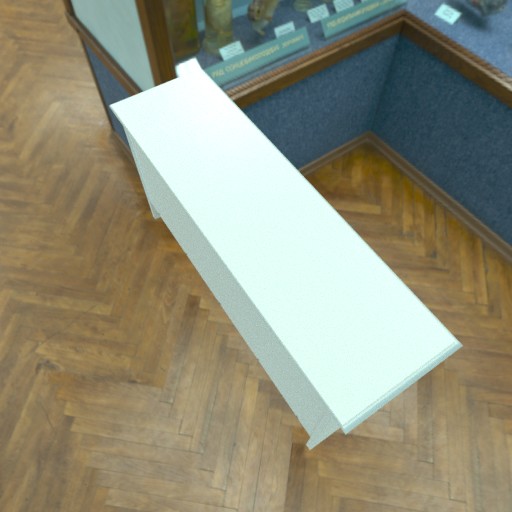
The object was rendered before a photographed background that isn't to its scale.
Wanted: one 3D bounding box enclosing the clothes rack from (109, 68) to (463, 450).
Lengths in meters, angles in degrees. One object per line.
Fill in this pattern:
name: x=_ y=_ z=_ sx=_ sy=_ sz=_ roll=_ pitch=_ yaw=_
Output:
clothes rack: x=0.000 y=0.000 z=1.362 sx=0.324 sy=0.531 sz=1.120 roll=-29 pitch=63 yaw=-17
